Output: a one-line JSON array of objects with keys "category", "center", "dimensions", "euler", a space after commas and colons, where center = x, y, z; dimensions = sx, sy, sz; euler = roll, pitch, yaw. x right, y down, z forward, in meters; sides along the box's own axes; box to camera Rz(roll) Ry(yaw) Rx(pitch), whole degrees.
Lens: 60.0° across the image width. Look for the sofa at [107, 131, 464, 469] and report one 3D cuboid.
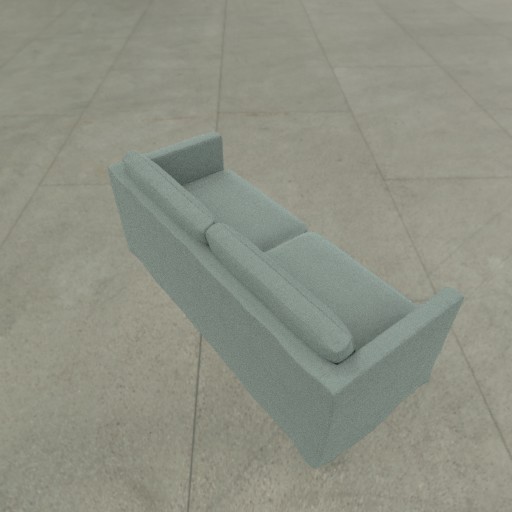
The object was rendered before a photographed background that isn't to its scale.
[{"category": "sofa", "center": [0.000, 0.000, 2.867], "dimensions": [0.962, 0.853, 2.312], "euler": [-27, 48, -27]}]
